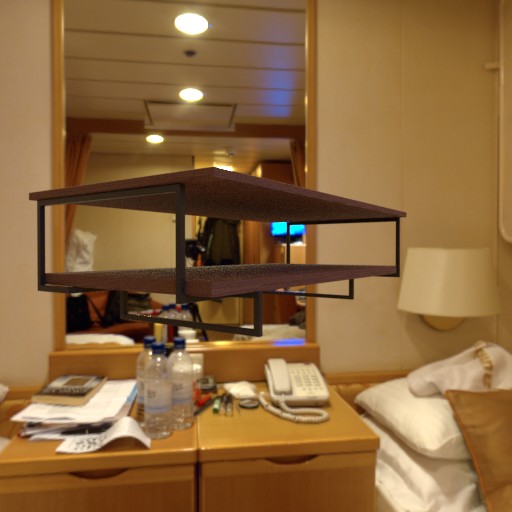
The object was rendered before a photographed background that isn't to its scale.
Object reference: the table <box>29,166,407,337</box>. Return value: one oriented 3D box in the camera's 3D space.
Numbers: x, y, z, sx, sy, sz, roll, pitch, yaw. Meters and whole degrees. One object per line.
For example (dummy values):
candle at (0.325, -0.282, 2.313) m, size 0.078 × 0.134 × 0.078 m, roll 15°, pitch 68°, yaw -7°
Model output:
table at (0.000, 0.000, 1.494) m, size 0.651 × 0.347 × 1.197 m, roll 0°, pitch 1°, yaw 35°
